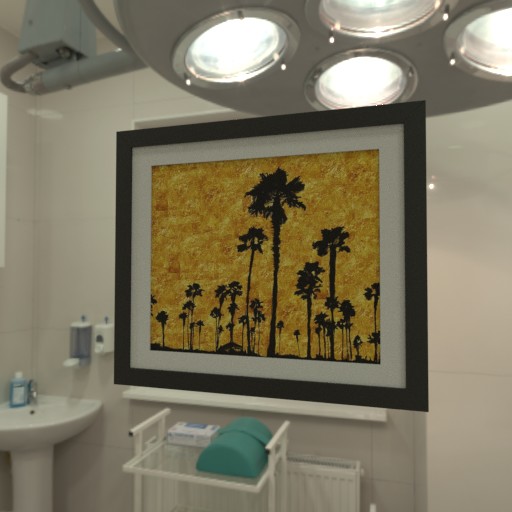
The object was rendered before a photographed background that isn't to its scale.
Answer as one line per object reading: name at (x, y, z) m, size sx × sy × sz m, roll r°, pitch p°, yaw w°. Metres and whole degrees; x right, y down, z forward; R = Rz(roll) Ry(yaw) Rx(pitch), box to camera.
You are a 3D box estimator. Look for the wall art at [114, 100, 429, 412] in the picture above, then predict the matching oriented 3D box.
wall art at (0.000, 0.000, 0.531) m, size 0.383 × 0.332 × 0.012 m, roll -1°, pitch -2°, yaw 17°
